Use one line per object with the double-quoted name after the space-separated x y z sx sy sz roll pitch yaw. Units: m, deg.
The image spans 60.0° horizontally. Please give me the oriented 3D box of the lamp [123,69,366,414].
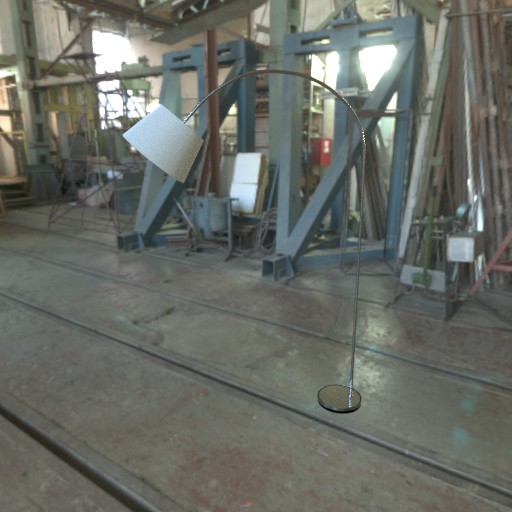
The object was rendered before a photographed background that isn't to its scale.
0.000 0.000 2.671 1.445 2.098 0.406 -2 15 -9 "lamp"
